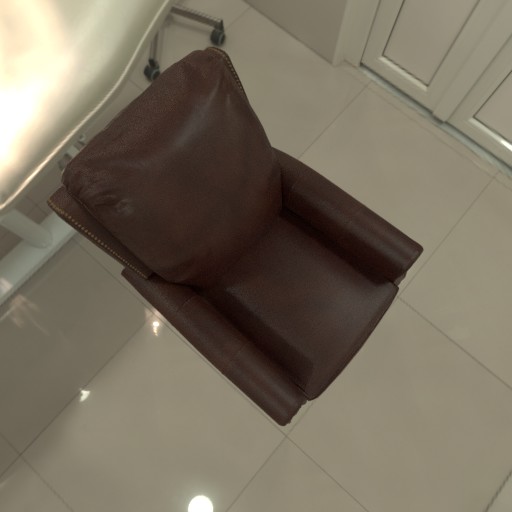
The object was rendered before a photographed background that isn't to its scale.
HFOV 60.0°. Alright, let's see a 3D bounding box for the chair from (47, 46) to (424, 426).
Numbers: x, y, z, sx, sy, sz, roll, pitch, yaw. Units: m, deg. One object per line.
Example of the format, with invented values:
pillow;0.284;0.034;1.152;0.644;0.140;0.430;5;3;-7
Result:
chair;0.000;0.000;1.715;1.089;1.022;0.826;40;79;10
